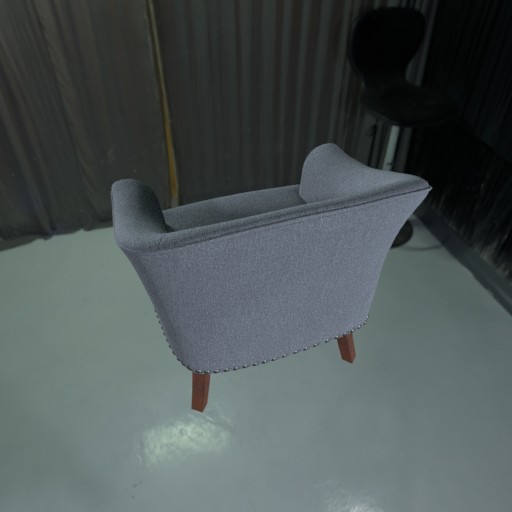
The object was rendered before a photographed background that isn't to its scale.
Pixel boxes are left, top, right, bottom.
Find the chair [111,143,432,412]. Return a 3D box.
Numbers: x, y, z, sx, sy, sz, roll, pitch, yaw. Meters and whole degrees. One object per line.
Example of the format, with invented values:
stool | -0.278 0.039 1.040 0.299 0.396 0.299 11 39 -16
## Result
chair | 0.000 0.000 1.415 0.798 0.815 0.704 -13 43 -14
